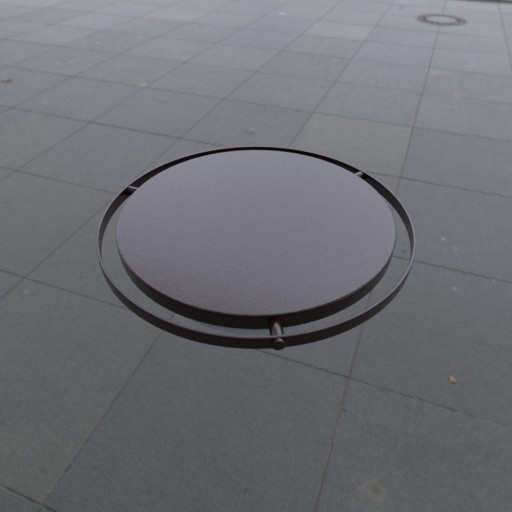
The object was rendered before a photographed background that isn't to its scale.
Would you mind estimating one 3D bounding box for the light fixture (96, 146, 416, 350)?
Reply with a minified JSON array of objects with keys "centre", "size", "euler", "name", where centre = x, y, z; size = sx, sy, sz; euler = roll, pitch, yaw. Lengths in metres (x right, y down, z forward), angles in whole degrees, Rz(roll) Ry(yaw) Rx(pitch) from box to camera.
[{"centre":[0.000,0.000,0.556],"size":[0.361,0.130,0.361],"euler":[0,40,0],"name":"light fixture"}]
